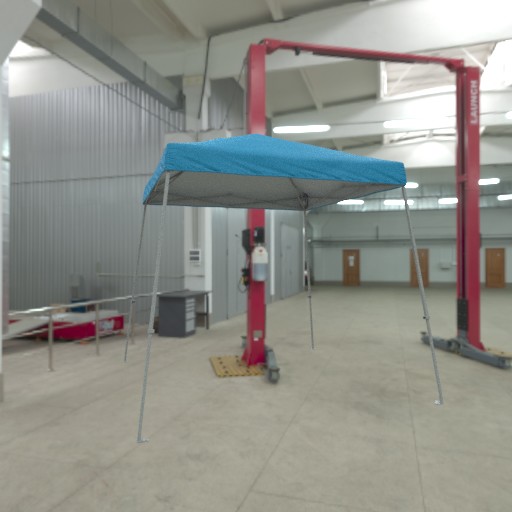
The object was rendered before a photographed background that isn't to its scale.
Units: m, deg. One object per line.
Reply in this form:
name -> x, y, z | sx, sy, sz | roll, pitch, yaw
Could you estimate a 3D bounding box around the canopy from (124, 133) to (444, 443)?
canopy -> 0.000, 0.000, 6.506 | 3.599, 3.600, 3.600 | 0, -1, -19
